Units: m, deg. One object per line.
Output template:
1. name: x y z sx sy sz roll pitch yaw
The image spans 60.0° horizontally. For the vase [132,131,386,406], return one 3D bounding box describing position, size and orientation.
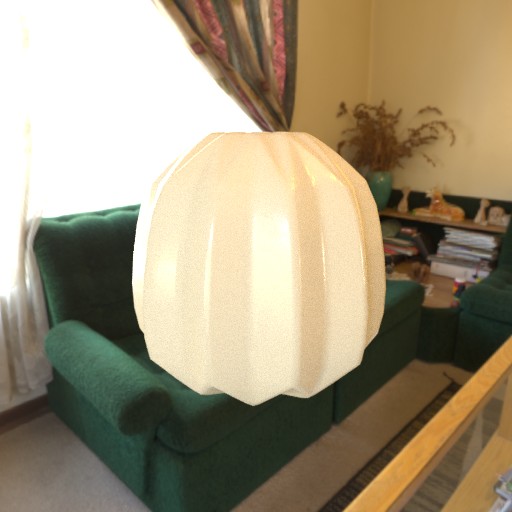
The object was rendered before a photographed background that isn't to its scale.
1. vase: 0.000 0.000 0.249 0.139 0.134 0.139 0 16 0
